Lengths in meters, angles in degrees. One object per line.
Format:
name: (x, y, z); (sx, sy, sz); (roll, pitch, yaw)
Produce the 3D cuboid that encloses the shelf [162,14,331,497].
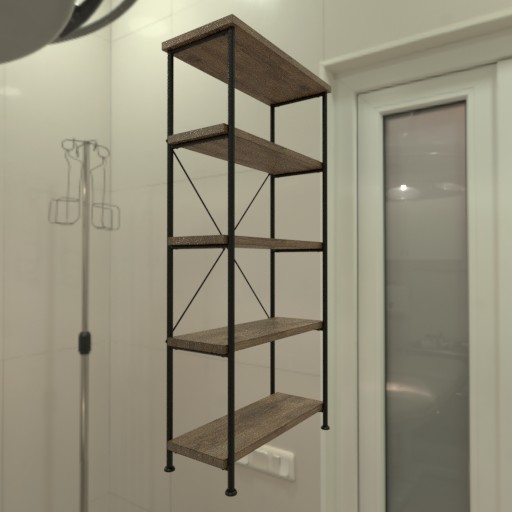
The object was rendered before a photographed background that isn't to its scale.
shelf: (0.000, 0.000, 1.984); (0.360, 1.700, 0.800); (0, -1, 35)
